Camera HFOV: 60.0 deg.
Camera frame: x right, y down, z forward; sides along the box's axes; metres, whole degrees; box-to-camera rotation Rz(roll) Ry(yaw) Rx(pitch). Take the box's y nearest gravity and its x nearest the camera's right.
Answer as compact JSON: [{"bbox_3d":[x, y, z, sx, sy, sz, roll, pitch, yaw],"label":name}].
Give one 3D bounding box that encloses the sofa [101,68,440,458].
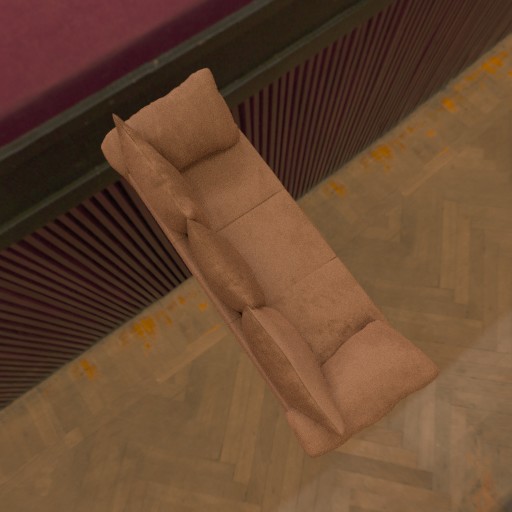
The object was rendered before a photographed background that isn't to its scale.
[{"bbox_3d":[0.000,0.000,2.869,0.893,0.981,2.377,-34,78,-8],"label":"sofa"}]
